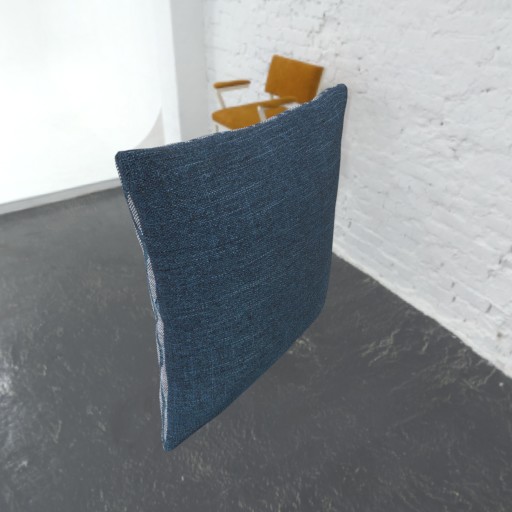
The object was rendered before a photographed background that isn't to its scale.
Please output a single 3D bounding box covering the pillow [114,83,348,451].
[{"bbox_3d":[0.000,0.000,0.659,0.159,0.435,0.435,21,38,30],"label":"pillow"}]
